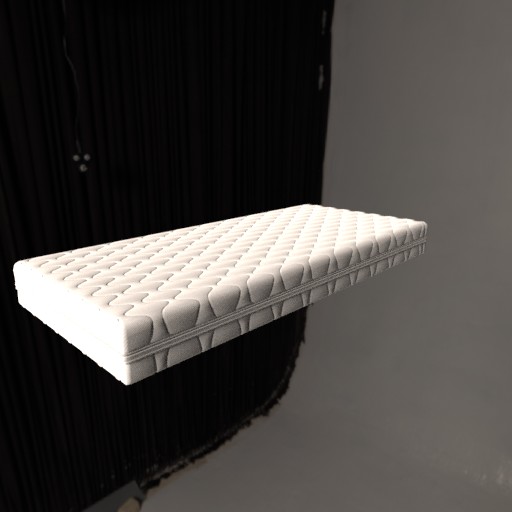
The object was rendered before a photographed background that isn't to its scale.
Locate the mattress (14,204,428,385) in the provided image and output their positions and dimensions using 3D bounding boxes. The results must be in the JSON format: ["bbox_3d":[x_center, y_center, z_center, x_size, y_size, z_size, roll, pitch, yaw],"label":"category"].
[{"bbox_3d":[0.000,0.000,2.253,0.900,0.200,2.000,16,23,42],"label":"mattress"}]
